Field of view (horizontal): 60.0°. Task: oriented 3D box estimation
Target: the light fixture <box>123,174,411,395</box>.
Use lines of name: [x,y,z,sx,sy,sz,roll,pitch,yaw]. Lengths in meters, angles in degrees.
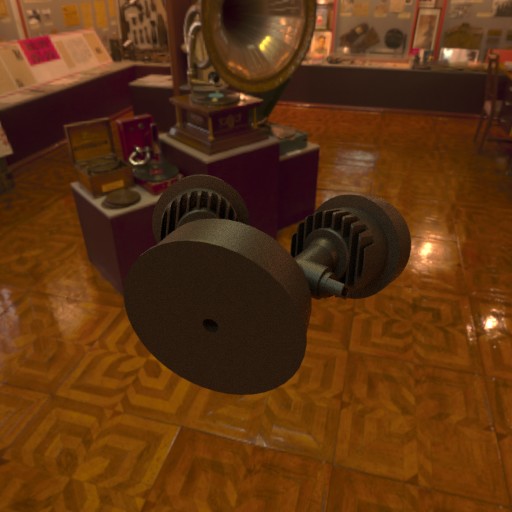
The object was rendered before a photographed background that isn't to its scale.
light fixture: [0.000,0.000,0.317,0.213,0.120,0.168,10,34,15]
